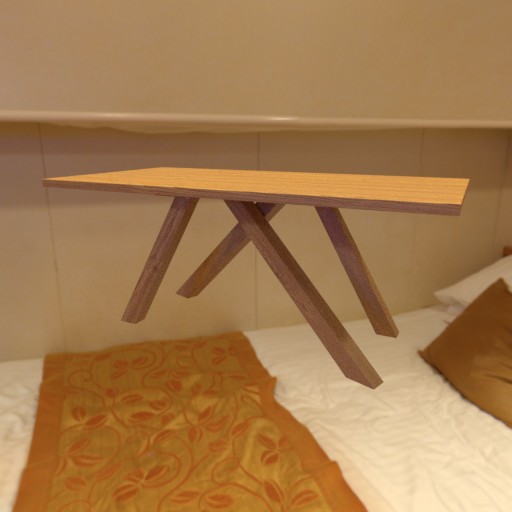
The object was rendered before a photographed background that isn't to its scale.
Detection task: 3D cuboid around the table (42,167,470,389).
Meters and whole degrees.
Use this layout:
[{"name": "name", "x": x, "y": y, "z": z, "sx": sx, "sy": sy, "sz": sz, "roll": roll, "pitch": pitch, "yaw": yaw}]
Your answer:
[{"name": "table", "x": 0.000, "y": 0.000, "z": 2.180, "sx": 1.797, "sy": 0.750, "sz": 0.901, "roll": 7, "pitch": 17, "yaw": 25}]
